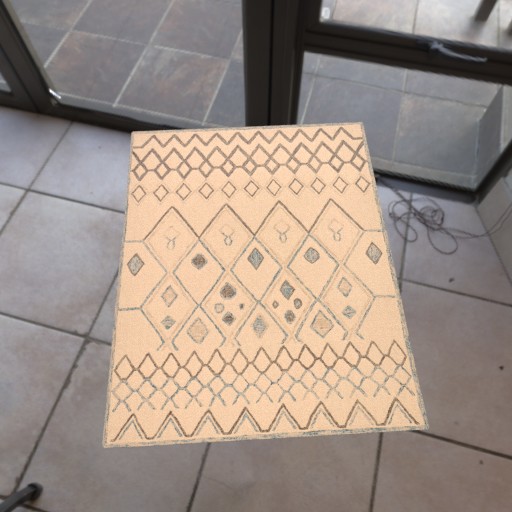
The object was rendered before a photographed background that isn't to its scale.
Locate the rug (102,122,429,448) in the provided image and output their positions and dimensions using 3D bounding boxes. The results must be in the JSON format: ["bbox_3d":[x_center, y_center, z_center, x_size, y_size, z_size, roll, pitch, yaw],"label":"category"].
[{"bbox_3d":[0.000,0.000,3.986,2.441,0.013,3.056,-3,63,-1],"label":"rug"}]
